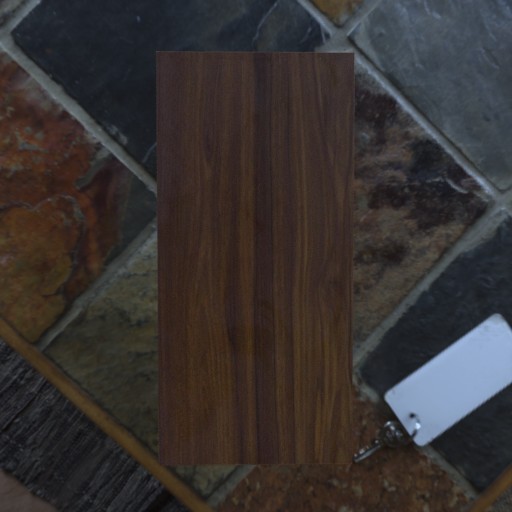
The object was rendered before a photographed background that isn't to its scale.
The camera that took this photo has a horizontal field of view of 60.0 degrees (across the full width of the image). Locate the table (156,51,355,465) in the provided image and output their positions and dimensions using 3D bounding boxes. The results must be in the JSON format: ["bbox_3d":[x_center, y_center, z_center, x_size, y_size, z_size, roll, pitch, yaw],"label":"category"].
[{"bbox_3d":[0.000,0.000,1.222,0.390,0.725,0.802,0,92,-1],"label":"table"}]
